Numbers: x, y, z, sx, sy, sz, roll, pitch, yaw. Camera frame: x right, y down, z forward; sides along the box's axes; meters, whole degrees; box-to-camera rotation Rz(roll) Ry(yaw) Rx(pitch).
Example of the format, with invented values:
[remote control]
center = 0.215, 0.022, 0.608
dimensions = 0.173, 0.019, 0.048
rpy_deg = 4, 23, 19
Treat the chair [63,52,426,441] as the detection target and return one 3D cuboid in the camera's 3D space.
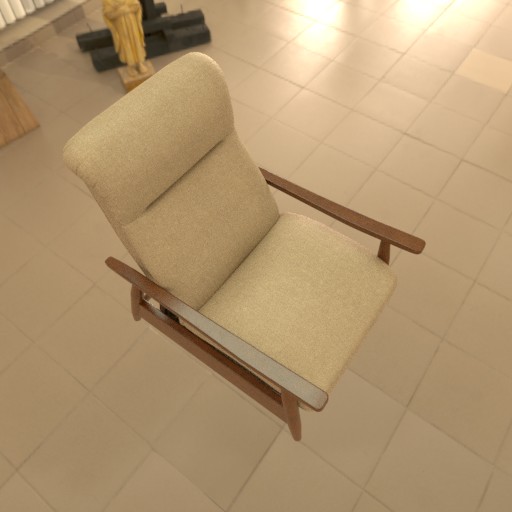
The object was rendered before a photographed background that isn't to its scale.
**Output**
[chair]
center = 0.000, 0.000, 1.722
dimensions = 1.030, 1.082, 0.762
rpy_deg = 31, 62, 19
